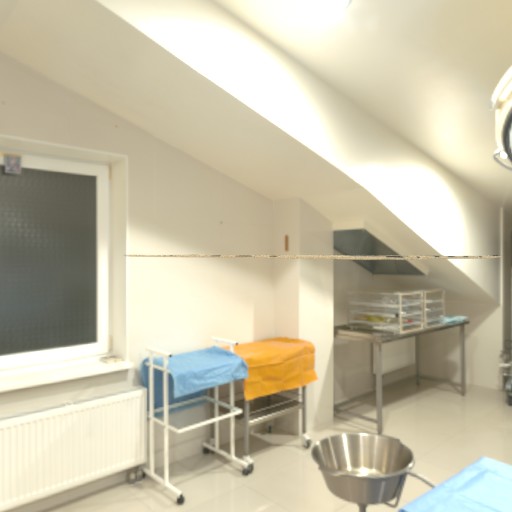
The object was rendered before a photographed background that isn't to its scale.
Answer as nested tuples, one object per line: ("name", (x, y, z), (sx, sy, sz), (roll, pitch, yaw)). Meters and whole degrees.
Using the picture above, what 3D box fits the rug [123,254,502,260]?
("rug", (0.000, 0.000, 2.441), (0.692, 0.017, 2.301), (0, 0, -36))
